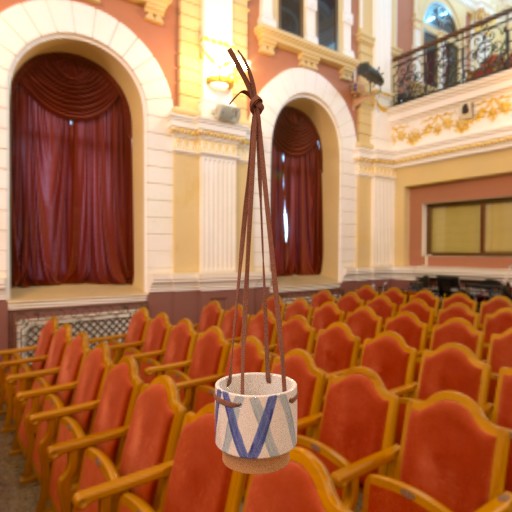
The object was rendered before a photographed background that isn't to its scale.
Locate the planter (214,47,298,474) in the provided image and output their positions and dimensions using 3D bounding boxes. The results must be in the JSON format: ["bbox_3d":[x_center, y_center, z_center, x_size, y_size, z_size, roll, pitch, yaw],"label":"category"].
[{"bbox_3d":[0.000,0.000,0.824,0.157,0.753,0.153,0,0,-36],"label":"planter"}]
